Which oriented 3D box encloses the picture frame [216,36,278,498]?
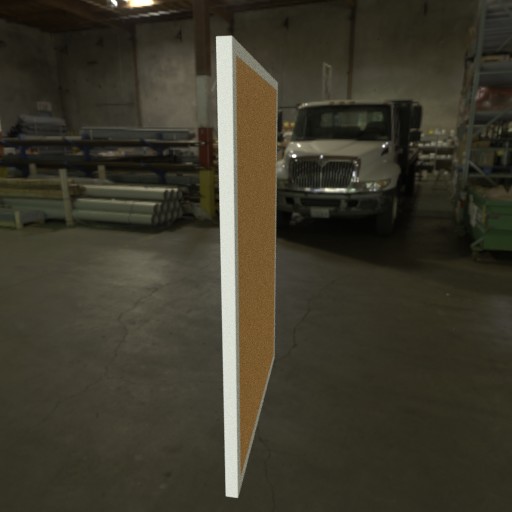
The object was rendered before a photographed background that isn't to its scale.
[{"bbox_3d":[0.000,0.000,0.546,0.013,0.434,0.305,2,15,9],"label":"picture frame"}]
